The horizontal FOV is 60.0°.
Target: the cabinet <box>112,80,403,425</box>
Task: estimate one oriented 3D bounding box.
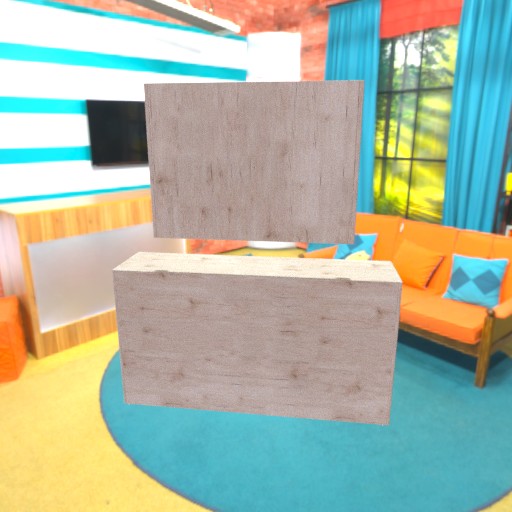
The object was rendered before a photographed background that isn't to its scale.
[{"bbox_3d":[0.000,0.000,2.750,1.700,1.981,0.420,2,16,7],"label":"cabinet"}]
